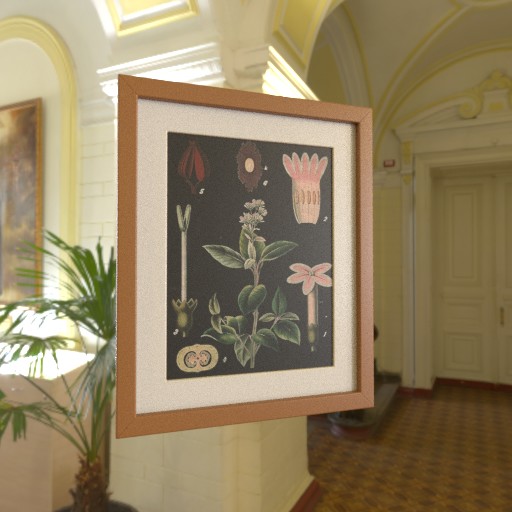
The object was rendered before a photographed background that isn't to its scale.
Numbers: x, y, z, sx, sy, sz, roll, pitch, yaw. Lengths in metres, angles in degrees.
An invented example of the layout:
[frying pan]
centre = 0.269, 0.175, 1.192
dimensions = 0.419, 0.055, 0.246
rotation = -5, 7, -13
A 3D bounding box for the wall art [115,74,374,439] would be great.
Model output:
[wall art]
centre = 0.000, 0.000, 0.516
dimensions = 0.310, 0.379, 0.015
rotation = 0, -1, -19
